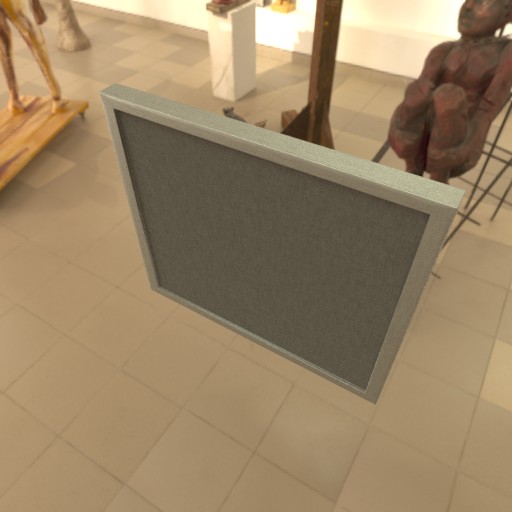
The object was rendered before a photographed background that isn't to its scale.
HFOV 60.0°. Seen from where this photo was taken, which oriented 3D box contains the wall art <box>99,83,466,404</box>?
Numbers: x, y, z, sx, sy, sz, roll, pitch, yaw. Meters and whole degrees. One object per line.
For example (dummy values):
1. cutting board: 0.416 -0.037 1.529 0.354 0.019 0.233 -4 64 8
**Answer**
1. wall art: 0.000 0.000 0.536 0.380 0.330 0.028 23 50 21
